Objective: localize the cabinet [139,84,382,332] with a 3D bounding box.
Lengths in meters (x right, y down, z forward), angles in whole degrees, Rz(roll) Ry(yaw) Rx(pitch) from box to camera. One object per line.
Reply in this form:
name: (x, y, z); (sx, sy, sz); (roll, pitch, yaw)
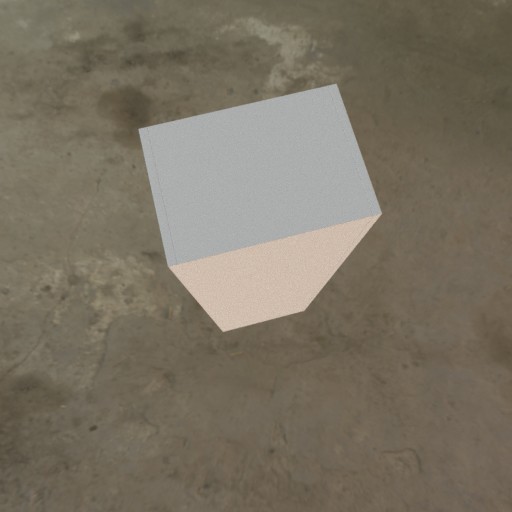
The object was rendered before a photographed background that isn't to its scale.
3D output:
cabinet: (0.000, 0.000, 1.489); (0.400, 1.350, 0.300); (-14, 76, -4)
